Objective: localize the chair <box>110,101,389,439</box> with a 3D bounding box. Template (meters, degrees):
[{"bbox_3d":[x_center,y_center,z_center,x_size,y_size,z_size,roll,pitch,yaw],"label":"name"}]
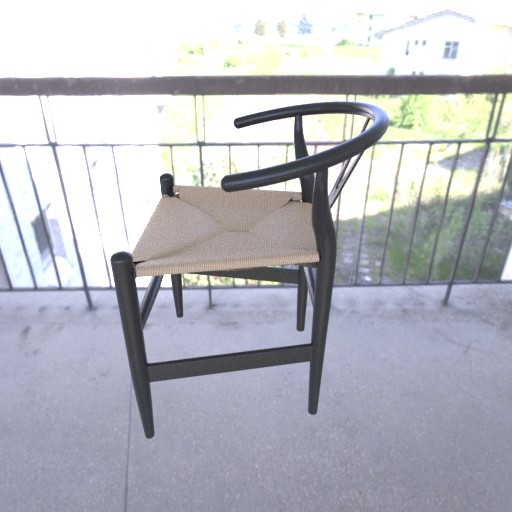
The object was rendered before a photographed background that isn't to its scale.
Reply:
[{"bbox_3d":[0.000,0.000,1.149,0.570,0.739,0.570,0,28,0],"label":"chair"}]
